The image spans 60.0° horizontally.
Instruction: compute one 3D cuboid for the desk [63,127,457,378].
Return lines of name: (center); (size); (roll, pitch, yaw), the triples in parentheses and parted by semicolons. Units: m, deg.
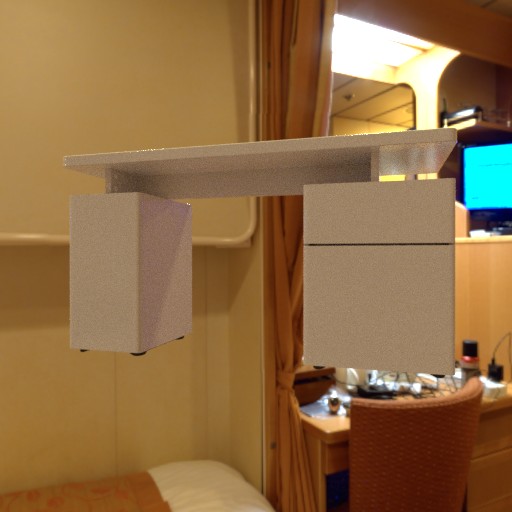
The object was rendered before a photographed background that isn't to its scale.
desk: (0.000, 0.000, 1.762); (1.400, 0.762, 0.550); (0, 0, 16)
